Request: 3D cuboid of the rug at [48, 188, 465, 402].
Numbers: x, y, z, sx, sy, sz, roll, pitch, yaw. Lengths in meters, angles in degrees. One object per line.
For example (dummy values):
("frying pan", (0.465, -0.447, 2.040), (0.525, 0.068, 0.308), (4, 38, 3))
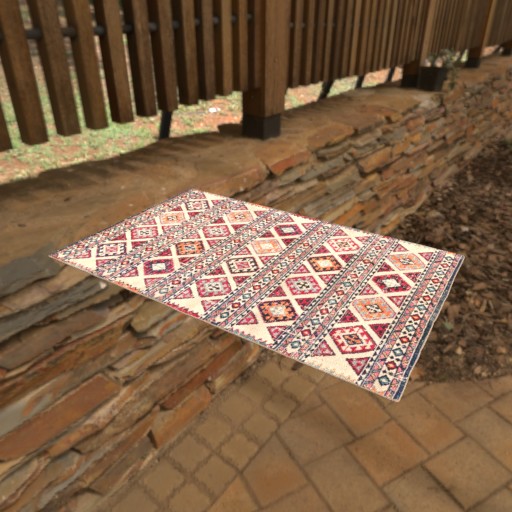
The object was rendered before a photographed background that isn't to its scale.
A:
("rug", (0.000, 0.000, 3.052), (2.440, 0.010, 1.545), (17, 34, 28))
